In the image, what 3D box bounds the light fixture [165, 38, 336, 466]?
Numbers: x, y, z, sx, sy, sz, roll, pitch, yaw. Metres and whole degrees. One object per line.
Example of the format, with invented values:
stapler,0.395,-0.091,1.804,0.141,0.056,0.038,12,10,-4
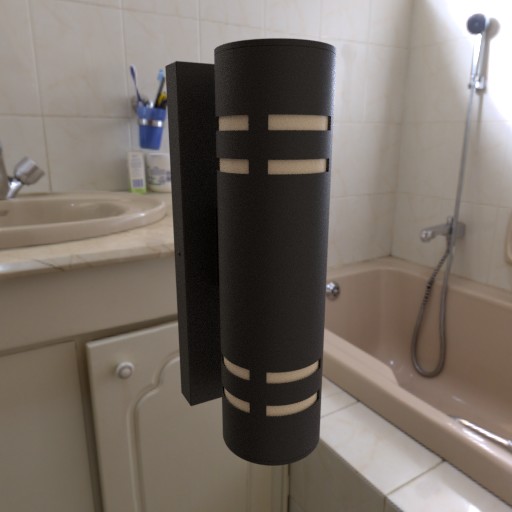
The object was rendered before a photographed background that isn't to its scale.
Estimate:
light fixture,0.000,0.000,0.399,0.105,0.330,0.149,-8,17,-28
